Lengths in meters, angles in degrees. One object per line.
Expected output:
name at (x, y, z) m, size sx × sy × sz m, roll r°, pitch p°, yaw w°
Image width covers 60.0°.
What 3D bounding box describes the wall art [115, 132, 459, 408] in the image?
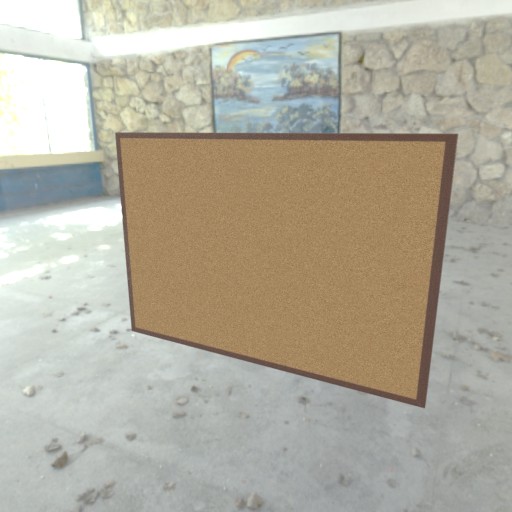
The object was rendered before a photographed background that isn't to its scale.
wall art at (0.000, 0.000, 0.850) m, size 0.660 × 0.455 × 0.014 m, roll 8°, pitch 18°, yaw 26°
